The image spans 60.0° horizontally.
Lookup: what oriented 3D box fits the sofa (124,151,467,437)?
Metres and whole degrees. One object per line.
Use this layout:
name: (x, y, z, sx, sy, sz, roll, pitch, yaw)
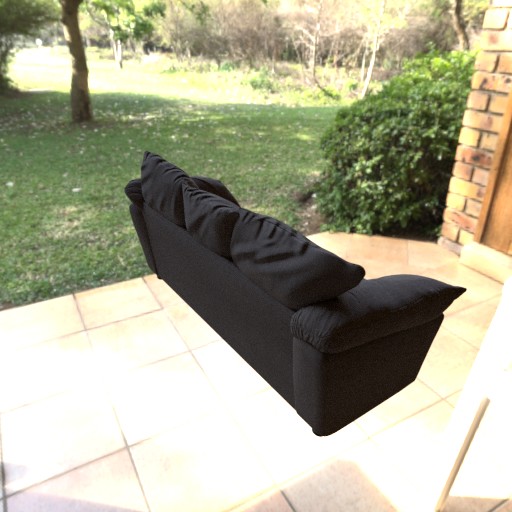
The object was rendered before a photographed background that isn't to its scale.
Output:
sofa: (0.000, 0.000, 2.905, 0.927, 1.043, 2.390, -18, 32, -31)
